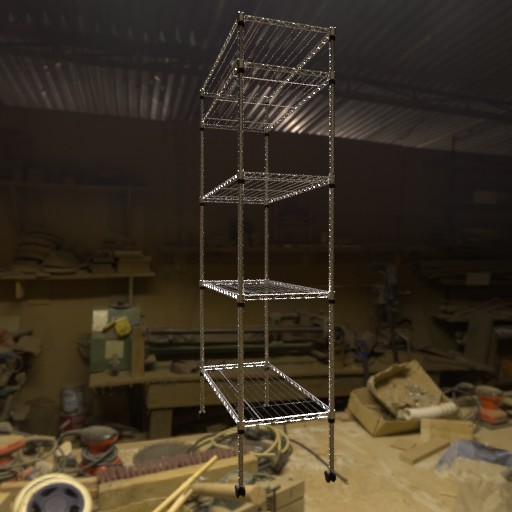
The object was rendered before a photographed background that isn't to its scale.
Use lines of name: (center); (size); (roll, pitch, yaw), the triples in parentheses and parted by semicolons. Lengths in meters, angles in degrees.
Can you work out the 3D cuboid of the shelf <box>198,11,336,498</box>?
shelf: (0.000, 0.000, 1.849); (0.356, 1.587, 0.762); (0, 0, -17)
